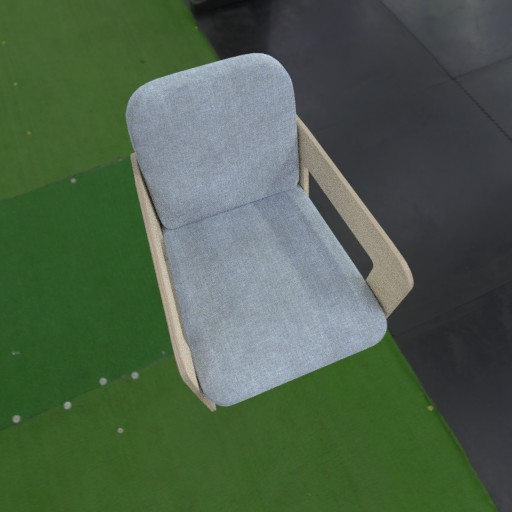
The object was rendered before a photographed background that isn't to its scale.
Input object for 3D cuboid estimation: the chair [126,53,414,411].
[{"bbox_3d":[0.000,0.000,1.278,0.590,0.800,0.710,-20,65,-10],"label":"chair"}]
